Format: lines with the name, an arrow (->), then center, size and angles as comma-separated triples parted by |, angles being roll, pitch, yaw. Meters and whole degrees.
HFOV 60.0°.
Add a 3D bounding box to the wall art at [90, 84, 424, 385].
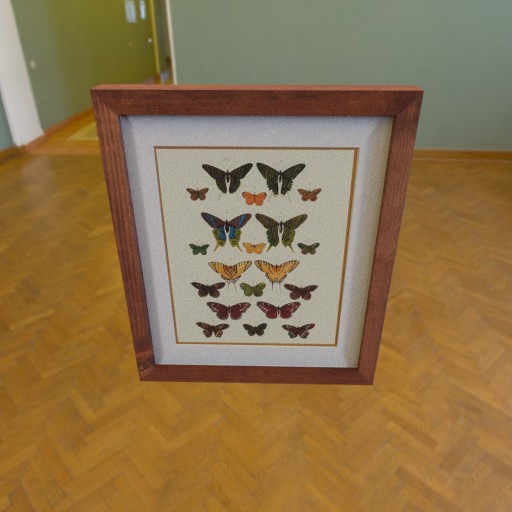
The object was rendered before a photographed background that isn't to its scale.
wall art -> 0.000, 0.000, 0.625 | 0.377, 0.449, 0.039 | 1, 29, 1
